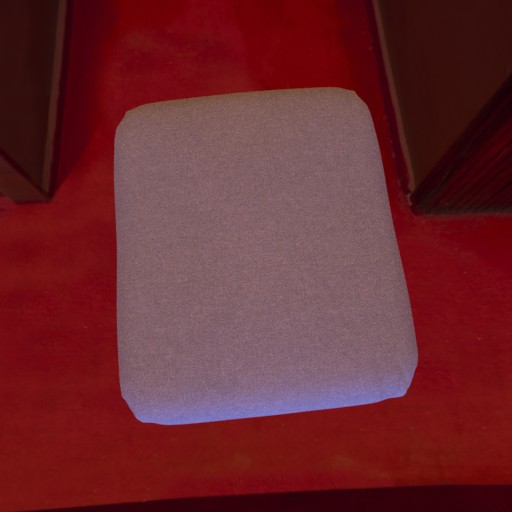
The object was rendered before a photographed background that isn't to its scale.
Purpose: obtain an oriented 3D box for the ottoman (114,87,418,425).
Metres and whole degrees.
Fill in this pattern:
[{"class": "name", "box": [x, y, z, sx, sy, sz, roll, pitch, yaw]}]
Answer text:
[{"class": "ottoman", "box": [0.000, 0.000, 1.118, 0.622, 0.450, 0.747, -6, 74, -2]}]
